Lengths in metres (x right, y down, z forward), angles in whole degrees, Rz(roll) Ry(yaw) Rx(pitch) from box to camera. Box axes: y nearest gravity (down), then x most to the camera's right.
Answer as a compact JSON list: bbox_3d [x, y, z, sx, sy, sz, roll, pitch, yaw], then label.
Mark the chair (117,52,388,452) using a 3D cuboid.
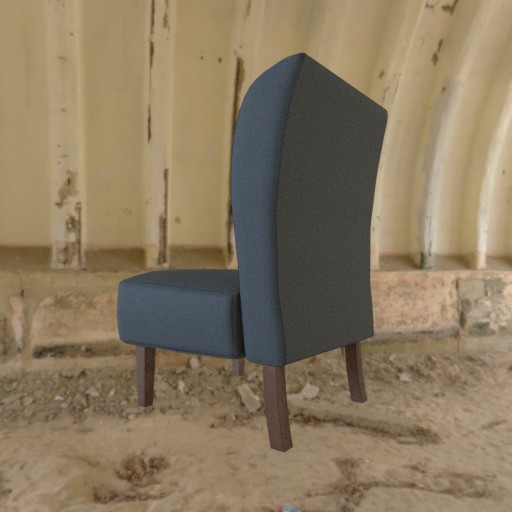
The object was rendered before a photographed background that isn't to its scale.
[{"bbox_3d":[0.000,0.000,1.217,0.592,0.804,0.513,-1,-1,37],"label":"chair"}]
